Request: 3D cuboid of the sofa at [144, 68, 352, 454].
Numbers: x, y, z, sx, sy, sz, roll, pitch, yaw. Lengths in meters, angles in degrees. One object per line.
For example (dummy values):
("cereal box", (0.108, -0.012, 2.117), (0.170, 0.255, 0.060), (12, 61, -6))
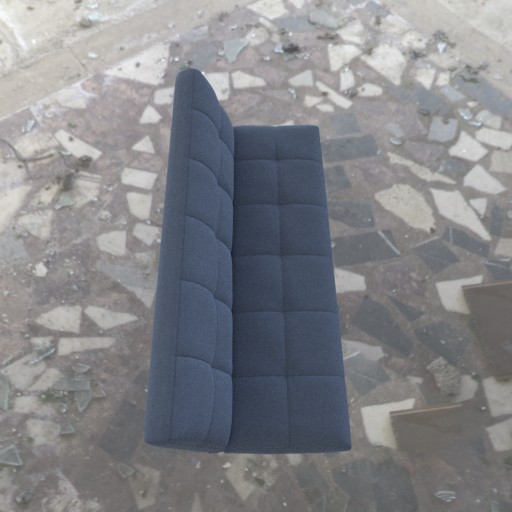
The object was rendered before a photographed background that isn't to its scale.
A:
("sofa", (0.000, 0.000, 2.213), (0.796, 0.800, 1.800), (-1, 64, 0))
